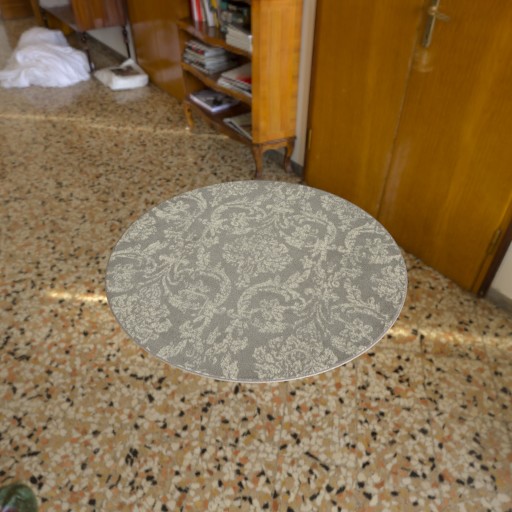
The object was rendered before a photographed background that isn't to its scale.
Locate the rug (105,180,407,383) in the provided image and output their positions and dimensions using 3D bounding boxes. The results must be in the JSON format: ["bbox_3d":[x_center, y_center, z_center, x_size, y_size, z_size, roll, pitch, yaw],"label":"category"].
[{"bbox_3d":[0.000,0.000,2.410,1.593,0.012,1.593,0,40,0],"label":"rug"}]
